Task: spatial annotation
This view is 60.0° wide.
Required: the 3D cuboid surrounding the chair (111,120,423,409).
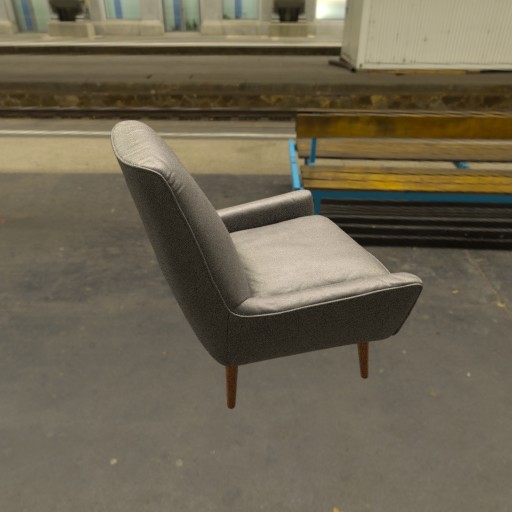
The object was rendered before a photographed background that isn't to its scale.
[{"bbox_3d":[0.000,0.000,1.526,0.822,0.888,0.787,-11,32,-18],"label":"chair"}]
